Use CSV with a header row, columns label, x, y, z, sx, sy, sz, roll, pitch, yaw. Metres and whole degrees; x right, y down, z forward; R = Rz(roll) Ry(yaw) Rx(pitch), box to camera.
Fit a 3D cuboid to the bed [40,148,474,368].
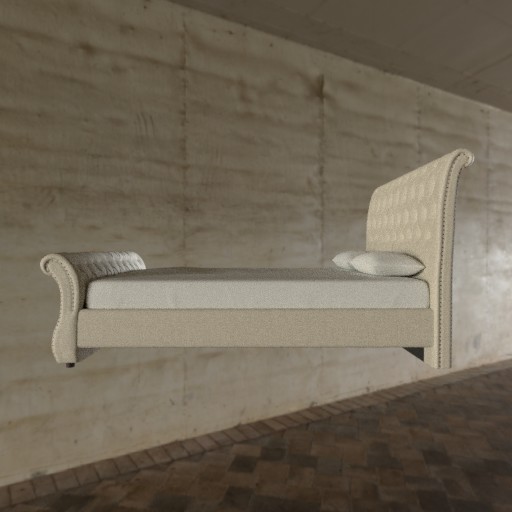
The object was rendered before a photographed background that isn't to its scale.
label,x,y,z,sx,sy,sz,roll,pitch,yaw
bed,0.000,0.000,3.332,2.493,1.268,1.606,0,1,-1
